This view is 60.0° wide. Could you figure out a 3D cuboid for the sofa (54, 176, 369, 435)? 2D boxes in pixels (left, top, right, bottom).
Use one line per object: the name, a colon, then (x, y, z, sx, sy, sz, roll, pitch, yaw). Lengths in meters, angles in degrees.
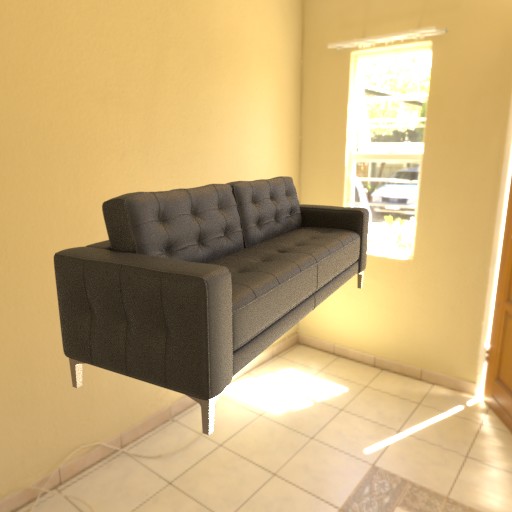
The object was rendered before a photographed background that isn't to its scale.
sofa: (0.000, 0.000, 2.737, 0.833, 0.893, 2.275, 7, 15, 28)
